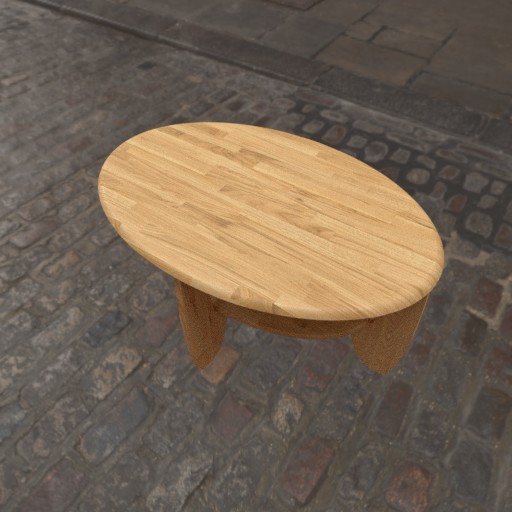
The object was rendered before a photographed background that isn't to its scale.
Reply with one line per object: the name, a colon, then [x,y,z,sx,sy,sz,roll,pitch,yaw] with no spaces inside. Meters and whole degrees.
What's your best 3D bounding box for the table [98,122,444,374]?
table: [0.000,0.000,1.406,1.040,0.490,0.690,26,52,23]
